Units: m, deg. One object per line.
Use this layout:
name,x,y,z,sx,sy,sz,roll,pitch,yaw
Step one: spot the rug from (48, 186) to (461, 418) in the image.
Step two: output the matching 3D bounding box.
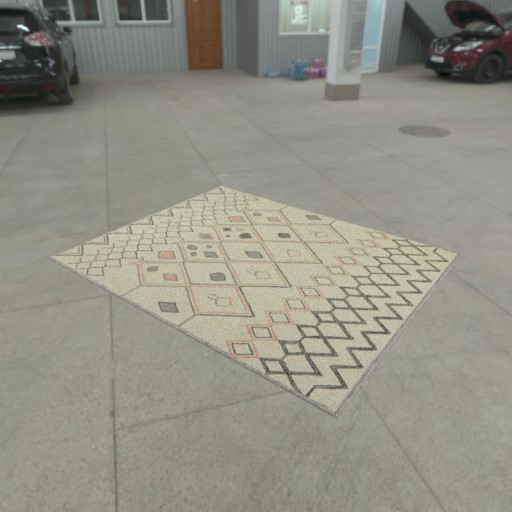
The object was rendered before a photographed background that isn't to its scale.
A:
rug,0.000,0.000,4.179,3.050,0.016,2.441,21,35,32
